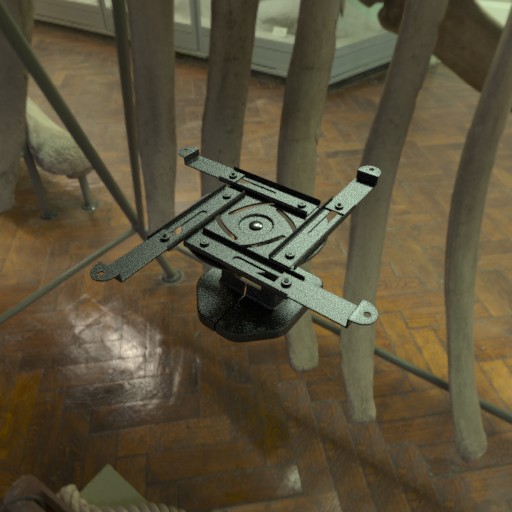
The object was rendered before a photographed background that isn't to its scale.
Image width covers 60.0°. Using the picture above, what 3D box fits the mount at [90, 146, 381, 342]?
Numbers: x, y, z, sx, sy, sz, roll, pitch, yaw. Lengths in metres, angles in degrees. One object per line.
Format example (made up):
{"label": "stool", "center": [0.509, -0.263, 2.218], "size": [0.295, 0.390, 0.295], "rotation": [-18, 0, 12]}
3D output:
{"label": "mount", "center": [0.000, 0.000, 0.604], "size": [0.394, 0.141, 0.394], "rotation": [26, 48, 27]}
